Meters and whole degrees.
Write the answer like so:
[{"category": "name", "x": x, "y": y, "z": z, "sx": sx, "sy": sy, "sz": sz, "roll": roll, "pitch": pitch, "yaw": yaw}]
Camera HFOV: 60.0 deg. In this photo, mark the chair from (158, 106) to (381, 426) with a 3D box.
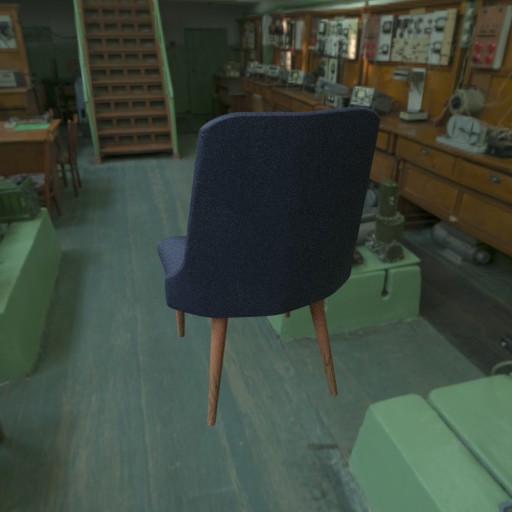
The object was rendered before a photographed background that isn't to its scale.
[{"category": "chair", "x": 0.000, "y": 0.000, "z": 1.186, "sx": 0.504, "sy": 0.820, "sz": 0.567, "roll": -8, "pitch": 27, "yaw": -16}]
